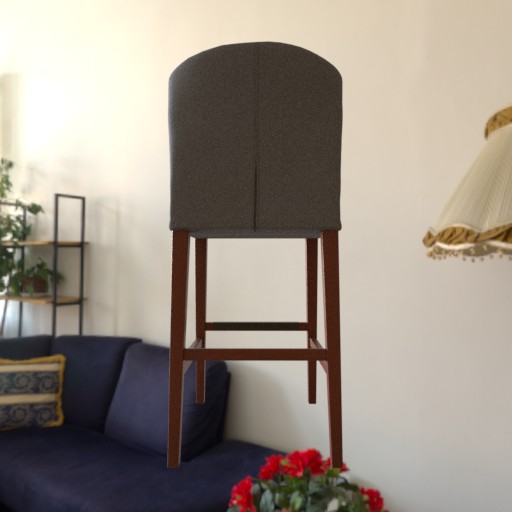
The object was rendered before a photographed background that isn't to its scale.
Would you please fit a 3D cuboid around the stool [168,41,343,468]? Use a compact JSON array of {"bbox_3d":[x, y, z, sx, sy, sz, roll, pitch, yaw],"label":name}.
[{"bbox_3d":[0.000,0.000,1.372,0.481,1.069,0.568,0,0,0],"label":"stool"}]
